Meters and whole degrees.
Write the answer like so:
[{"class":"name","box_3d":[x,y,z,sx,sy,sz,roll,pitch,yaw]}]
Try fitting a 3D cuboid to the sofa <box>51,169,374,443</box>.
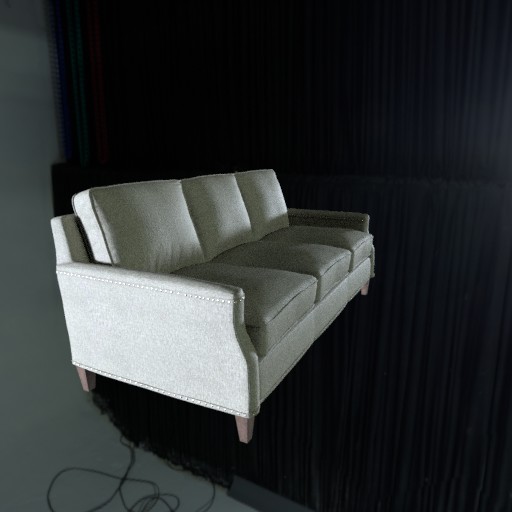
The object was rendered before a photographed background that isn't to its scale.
[{"class":"sofa","box_3d":[0.000,0.000,2.834,1.084,1.003,2.246,7,15,26]}]
